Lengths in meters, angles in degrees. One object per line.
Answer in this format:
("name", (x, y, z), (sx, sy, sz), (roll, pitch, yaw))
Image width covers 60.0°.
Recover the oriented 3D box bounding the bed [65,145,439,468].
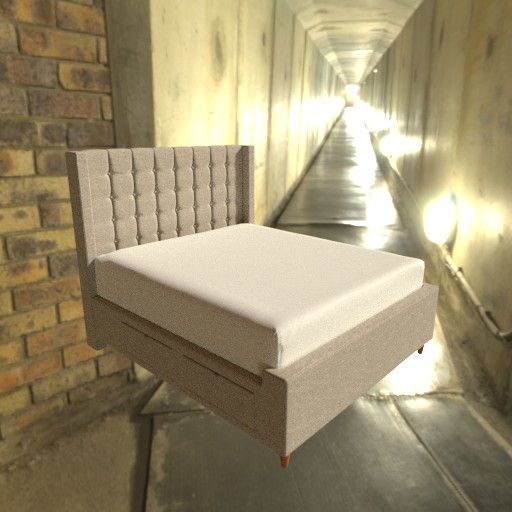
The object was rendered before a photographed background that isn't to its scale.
("bed", (0.000, 0.000, 3.772), (2.372, 1.748, 2.044), (15, 22, 41))
